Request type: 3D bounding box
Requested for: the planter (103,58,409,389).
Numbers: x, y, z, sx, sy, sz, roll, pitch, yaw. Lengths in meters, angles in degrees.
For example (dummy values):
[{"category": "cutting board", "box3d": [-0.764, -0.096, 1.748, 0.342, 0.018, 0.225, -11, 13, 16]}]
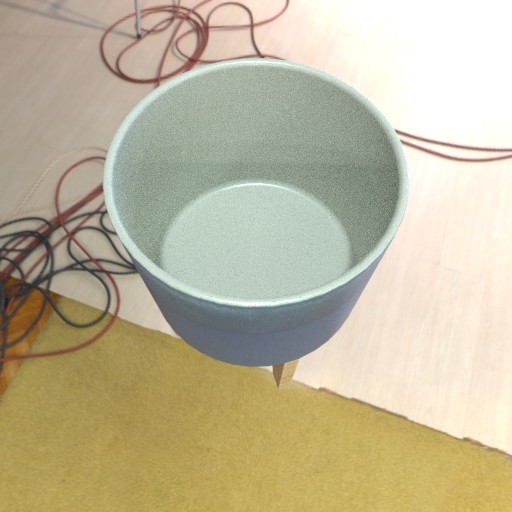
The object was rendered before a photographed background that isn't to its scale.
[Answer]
[{"category": "planter", "box3d": [0.000, 0.000, 0.398, 0.192, 0.263, 0.192, 0, 63, 0]}]
